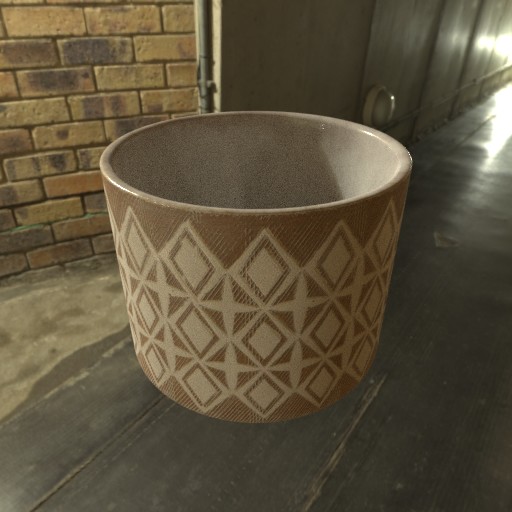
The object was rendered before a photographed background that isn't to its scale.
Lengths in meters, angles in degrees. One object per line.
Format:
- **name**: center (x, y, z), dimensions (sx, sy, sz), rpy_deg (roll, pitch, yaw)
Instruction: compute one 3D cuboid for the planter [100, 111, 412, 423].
- **planter**: center (0.000, 0.000, 0.328), dimensions (0.193, 0.165, 0.193), rpy_deg (0, 31, 0)
